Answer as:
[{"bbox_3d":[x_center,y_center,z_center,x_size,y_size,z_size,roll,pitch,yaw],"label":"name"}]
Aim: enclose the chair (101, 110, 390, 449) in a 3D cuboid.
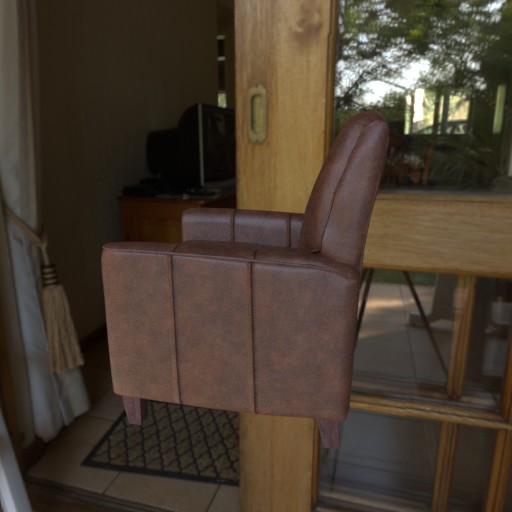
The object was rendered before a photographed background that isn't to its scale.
[{"bbox_3d":[0.000,0.000,1.649,0.850,1.010,0.839,3,15,11],"label":"chair"}]
